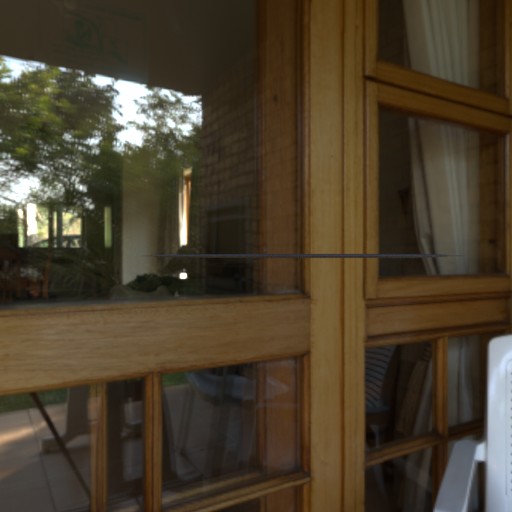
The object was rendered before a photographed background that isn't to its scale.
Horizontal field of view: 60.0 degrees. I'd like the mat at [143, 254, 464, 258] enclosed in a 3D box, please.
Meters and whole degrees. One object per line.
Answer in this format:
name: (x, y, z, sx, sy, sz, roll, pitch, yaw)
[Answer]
mat: (0.000, 0.000, 1.893, 0.913, 0.013, 1.524, 0, 0, -35)
